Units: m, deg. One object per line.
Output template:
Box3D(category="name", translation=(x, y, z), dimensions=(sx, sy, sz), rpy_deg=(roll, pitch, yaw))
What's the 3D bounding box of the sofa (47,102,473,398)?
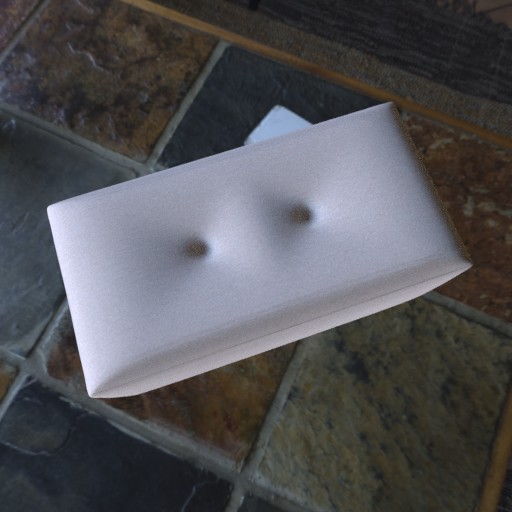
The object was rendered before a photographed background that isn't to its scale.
Box3D(category="sofa", translation=(0.000, 0.000, 1.202), dimensions=(0.930, 0.470, 0.480), rpy_deg=(-18, 75, -5))
